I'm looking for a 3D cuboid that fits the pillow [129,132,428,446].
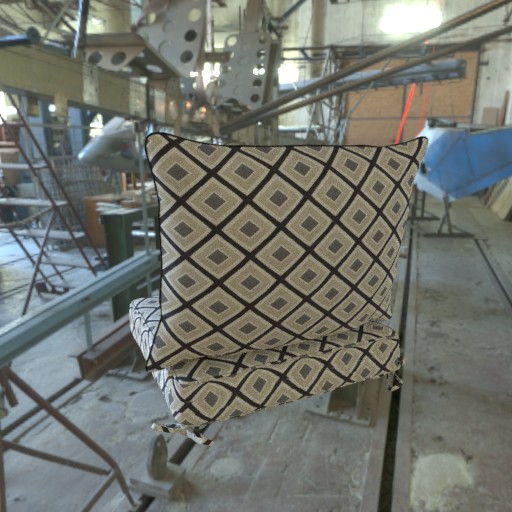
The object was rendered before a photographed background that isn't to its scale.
[{"bbox_3d":[0.000,0.000,1.370,0.798,0.722,0.733,-7,16,-25],"label":"pillow"}]
